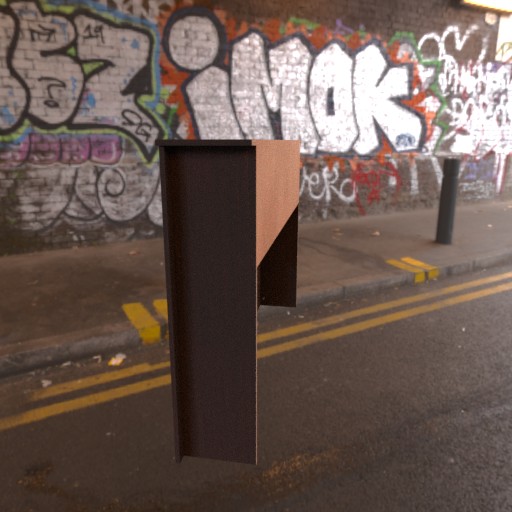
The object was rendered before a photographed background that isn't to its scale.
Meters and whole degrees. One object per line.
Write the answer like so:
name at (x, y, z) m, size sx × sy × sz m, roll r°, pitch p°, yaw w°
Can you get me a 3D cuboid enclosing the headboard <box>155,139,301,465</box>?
headboard at (0.000, 0.000, 2.156) m, size 0.279 × 1.092 × 1.671 m, roll 3°, pitch 15°, yaw 10°
